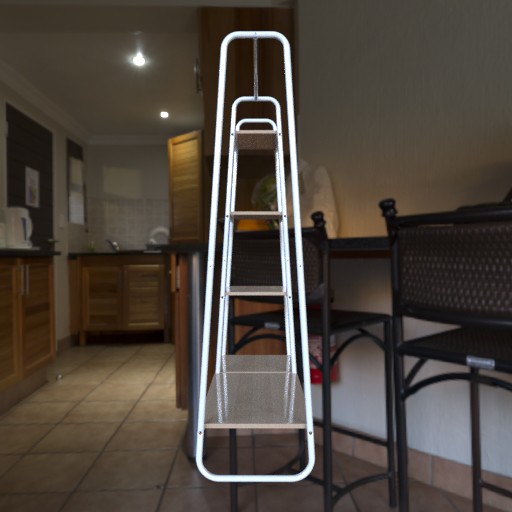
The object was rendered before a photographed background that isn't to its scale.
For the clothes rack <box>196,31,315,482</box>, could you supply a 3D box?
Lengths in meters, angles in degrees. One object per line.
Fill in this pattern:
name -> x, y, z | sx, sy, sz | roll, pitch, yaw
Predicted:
clothes rack -> 0.000, 0.000, 1.973 | 0.400, 1.500, 1.011 | 0, 1, 0
